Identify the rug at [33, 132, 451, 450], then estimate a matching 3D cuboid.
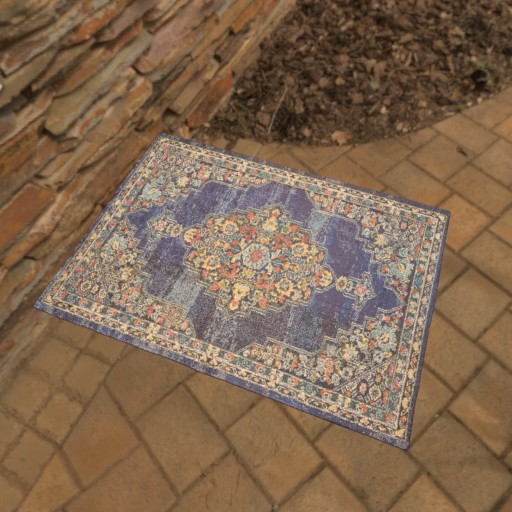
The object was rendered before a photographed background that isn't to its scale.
[{"bbox_3d":[0.000,0.000,2.824,2.232,0.009,1.630,18,59,11],"label":"rug"}]
